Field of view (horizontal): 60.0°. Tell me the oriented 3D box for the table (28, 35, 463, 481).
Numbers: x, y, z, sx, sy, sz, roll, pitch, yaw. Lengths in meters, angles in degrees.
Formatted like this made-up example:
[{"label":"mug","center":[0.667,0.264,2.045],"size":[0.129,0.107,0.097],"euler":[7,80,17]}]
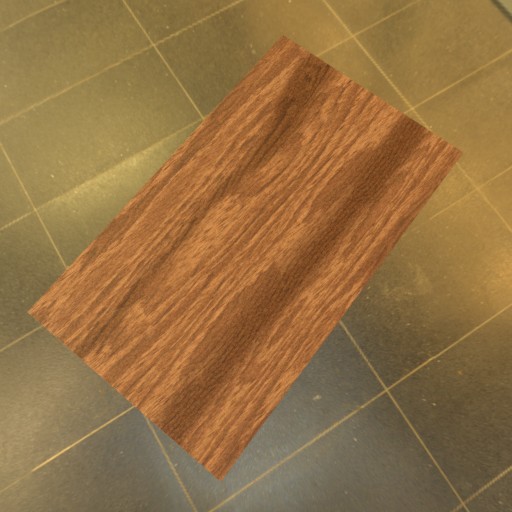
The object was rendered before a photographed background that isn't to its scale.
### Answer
[{"label":"table","center":[0.000,0.000,1.841],"size":[0.801,0.724,1.349],"euler":[37,78,9]}]
